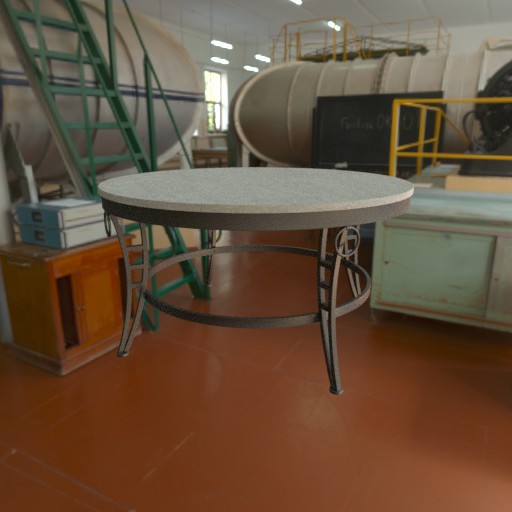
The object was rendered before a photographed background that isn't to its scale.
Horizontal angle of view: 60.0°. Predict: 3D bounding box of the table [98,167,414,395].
[{"bbox_3d":[0.000,0.000,1.383,0.889,0.470,0.889,0,16,0],"label":"table"}]
